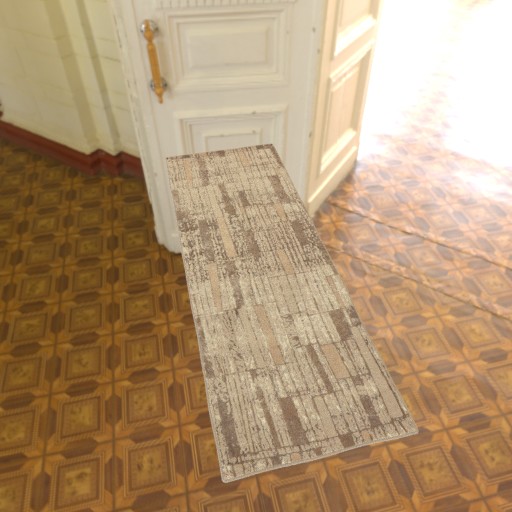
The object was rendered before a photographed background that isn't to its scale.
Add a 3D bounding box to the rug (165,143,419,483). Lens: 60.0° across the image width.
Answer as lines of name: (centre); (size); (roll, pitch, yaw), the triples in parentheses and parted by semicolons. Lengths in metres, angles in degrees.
rug: (0.000, 0.000, 2.625); (0.857, 0.018, 2.383); (-10, 46, -10)
